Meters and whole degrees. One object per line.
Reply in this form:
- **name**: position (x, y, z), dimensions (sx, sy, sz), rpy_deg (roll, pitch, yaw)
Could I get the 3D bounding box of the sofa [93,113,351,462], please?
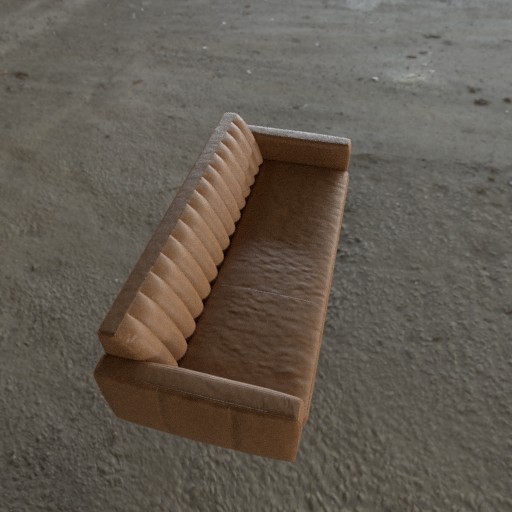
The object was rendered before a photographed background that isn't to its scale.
- **sofa**: position (0.000, 0.000, 2.828), dimensions (0.990, 0.821, 2.291), rpy_deg (10, 48, 9)
